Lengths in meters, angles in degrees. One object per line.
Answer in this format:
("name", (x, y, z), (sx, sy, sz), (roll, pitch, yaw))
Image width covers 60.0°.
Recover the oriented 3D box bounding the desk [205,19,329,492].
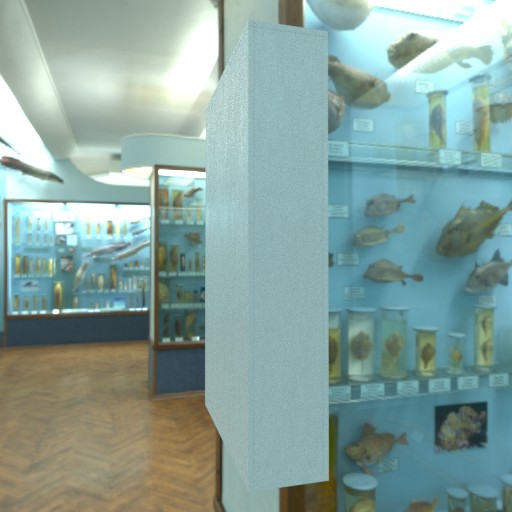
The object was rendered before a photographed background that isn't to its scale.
("desk", (0.000, 0.000, 1.594), (0.250, 1.280, 0.750), (0, -1, -15))
